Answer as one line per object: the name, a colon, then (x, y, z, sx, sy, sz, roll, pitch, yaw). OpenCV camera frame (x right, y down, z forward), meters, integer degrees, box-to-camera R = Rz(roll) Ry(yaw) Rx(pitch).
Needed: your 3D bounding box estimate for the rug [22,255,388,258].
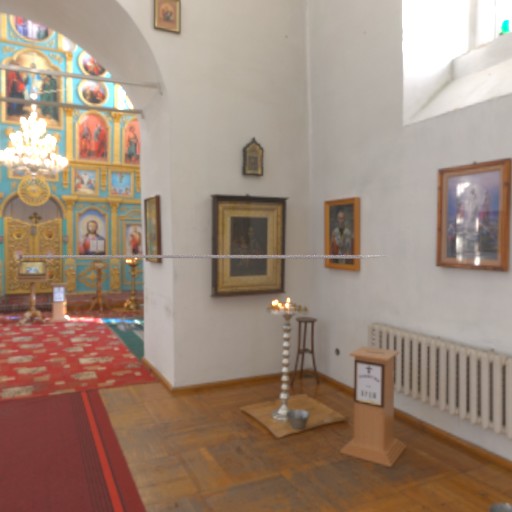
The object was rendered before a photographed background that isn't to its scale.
rug: (0.000, 0.000, 2.870, 1.555, 0.011, 2.232, 0, 0, 19)
